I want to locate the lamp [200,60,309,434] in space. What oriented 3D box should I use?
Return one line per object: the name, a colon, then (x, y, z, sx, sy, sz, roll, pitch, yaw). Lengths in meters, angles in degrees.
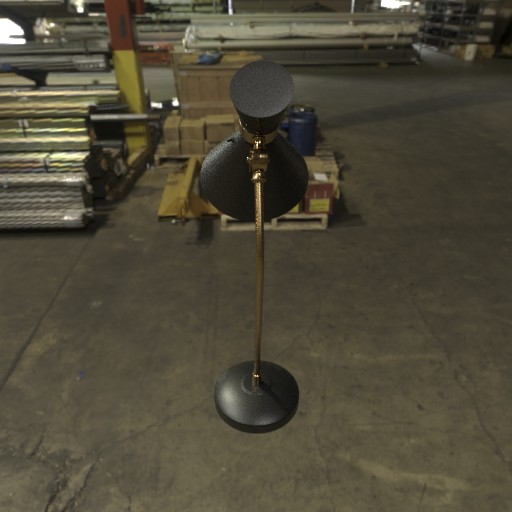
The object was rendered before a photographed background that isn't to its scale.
lamp: (0.000, 0.000, 0.780, 0.189, 0.647, 0.292, -1, 31, -2)
